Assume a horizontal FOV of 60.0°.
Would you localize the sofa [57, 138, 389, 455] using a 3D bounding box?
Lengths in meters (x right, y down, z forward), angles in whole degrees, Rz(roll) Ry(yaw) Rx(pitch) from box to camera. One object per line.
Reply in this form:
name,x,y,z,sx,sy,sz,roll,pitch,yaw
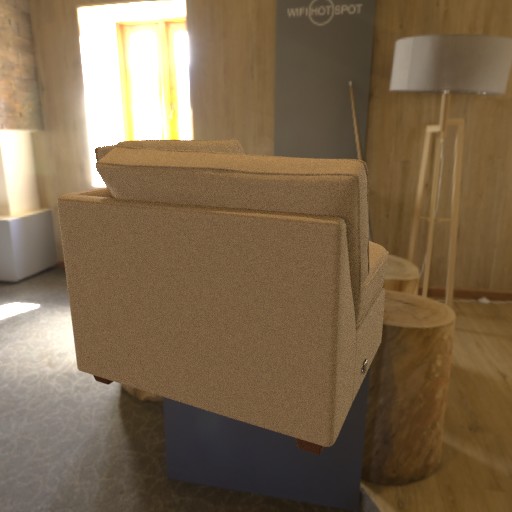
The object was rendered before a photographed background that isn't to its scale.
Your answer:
sofa,0.000,0.000,1.842,1.050,0.937,1.042,8,18,26
